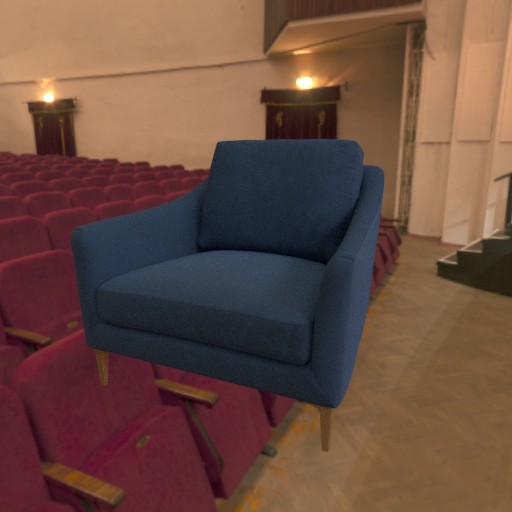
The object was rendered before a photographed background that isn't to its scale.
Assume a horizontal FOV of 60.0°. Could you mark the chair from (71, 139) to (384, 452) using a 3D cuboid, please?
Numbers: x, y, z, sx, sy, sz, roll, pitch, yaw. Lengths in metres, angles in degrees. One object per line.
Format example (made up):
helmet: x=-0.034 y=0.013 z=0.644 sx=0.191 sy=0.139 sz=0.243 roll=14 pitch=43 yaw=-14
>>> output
chair: x=0.000 y=0.000 z=1.749 sx=0.987 sy=0.899 sz=0.961 roll=6 pitch=15 yaw=25
